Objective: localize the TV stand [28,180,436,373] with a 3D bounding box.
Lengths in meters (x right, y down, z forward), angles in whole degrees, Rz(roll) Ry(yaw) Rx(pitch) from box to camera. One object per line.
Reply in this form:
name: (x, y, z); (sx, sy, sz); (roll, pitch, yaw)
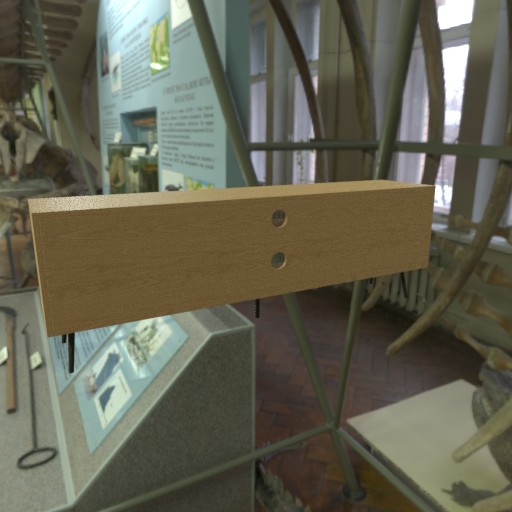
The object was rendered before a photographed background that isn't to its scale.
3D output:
TV stand: (0.000, 0.000, 1.993); (1.760, 0.580, 0.400); (-8, 17, -27)
